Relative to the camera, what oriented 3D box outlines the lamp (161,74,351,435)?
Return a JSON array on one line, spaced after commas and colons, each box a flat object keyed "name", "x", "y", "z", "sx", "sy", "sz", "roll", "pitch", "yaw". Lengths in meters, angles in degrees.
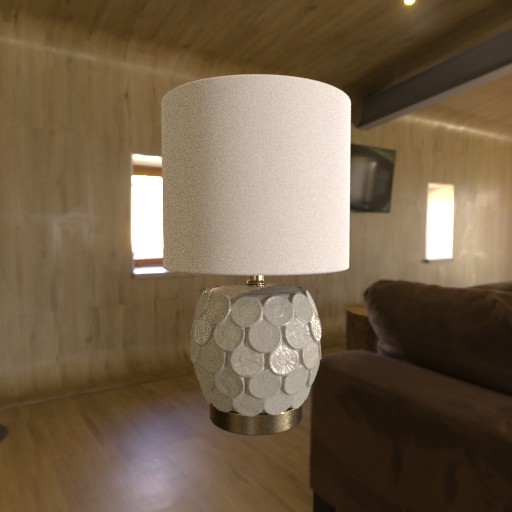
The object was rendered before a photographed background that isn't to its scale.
[{"name": "lamp", "x": 0.000, "y": 0.000, "z": 0.618, "sx": 0.254, "sy": 0.452, "sz": 0.254, "roll": 0, "pitch": 3, "yaw": 0}]
